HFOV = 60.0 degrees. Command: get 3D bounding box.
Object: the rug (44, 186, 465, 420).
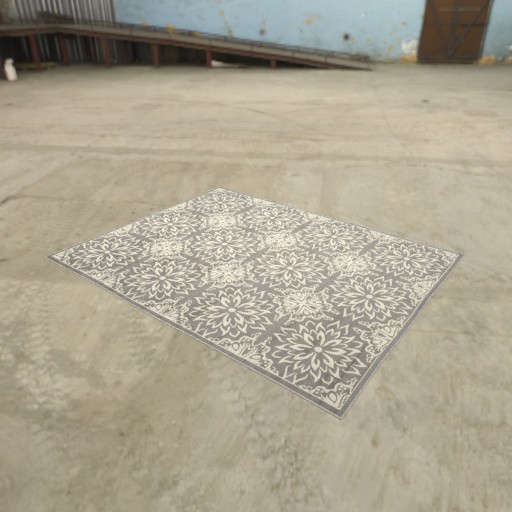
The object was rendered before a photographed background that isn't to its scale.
[{"bbox_3d":[0.000,0.000,4.001,2.980,0.012,2.363,20,34,32],"label":"rug"}]
